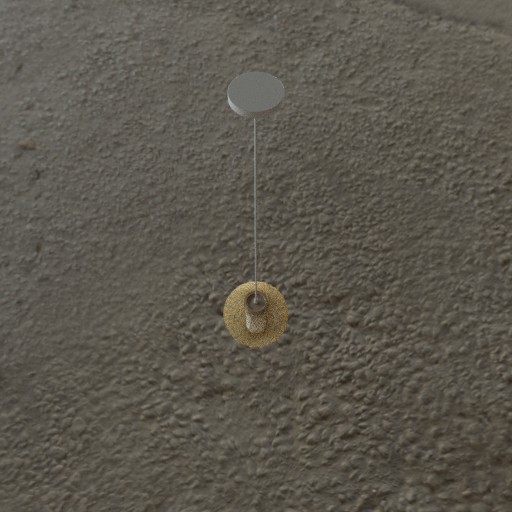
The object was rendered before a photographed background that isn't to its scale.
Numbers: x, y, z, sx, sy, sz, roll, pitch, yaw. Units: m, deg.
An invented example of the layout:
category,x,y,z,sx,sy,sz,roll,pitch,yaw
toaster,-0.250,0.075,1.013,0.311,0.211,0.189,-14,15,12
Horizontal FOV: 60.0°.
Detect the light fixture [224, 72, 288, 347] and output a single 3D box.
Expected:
category,x,y,z,sx,sy,sz,roll,pitch,yaw
light fixture,0.000,0.000,2.102,0.407,1.955,0.406,19,64,10
